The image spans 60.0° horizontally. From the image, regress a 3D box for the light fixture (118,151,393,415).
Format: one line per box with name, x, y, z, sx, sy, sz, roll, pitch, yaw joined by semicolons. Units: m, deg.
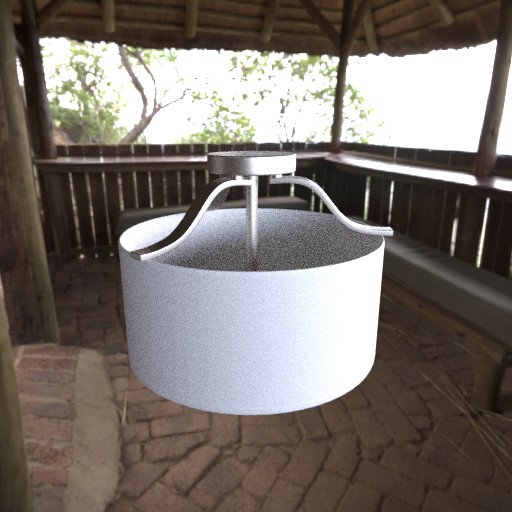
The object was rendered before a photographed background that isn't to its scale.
light fixture;0.000;0.000;0.672;0.395;0.304;0.395;0;17;0
